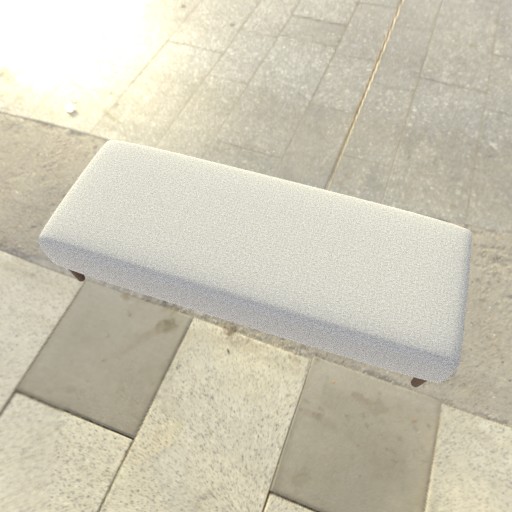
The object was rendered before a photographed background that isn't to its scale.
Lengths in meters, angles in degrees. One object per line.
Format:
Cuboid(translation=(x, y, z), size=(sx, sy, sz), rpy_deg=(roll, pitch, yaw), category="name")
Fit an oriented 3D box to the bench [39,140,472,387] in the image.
Cuboid(translation=(0.000, 0.000, 1.852), size=(1.598, 0.383, 0.631), rpy_deg=(16, 59, 10), category="bench")
